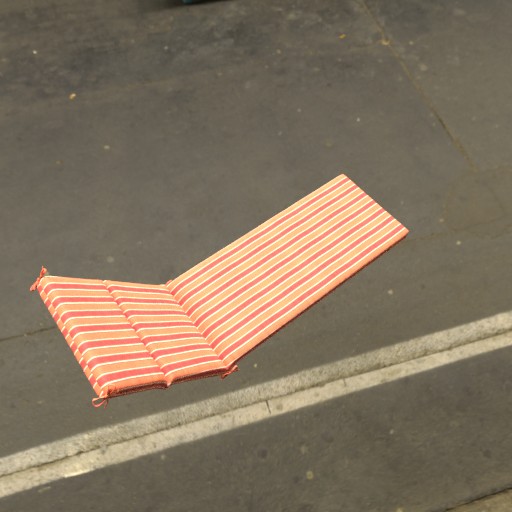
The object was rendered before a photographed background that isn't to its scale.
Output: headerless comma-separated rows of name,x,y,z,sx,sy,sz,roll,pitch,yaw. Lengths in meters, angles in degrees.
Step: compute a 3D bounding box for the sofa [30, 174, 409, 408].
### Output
sofa,0.000,0.000,1.977,1.663,0.622,0.582,-33,64,-19
